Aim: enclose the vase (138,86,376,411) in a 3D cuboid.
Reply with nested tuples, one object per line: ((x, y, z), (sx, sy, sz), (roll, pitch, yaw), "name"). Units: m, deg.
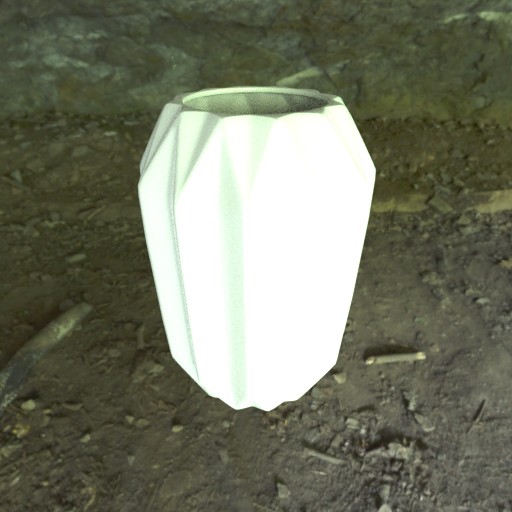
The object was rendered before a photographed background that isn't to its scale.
((0.000, 0.000, 0.404), (0.195, 0.275, 0.195), (0, 29, 0), "vase")
